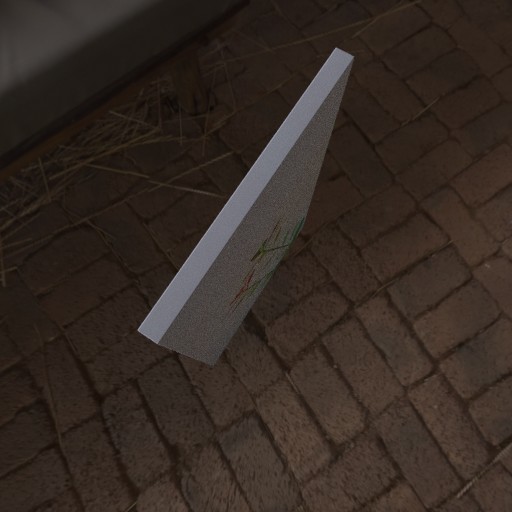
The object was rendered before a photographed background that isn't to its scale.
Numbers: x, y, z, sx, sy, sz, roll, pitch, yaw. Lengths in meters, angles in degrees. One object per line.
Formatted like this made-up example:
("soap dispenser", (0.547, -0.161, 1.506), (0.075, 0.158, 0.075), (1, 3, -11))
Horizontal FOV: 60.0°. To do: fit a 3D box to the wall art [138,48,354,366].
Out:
("wall art", (0.000, 0.000, 1.181), (0.039, 0.915, 0.612), (31, 76, 8))
